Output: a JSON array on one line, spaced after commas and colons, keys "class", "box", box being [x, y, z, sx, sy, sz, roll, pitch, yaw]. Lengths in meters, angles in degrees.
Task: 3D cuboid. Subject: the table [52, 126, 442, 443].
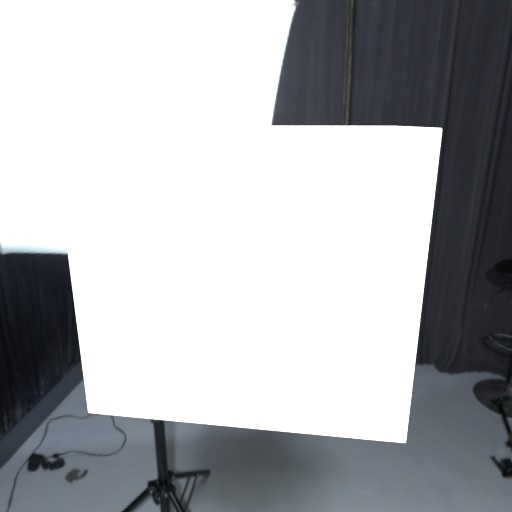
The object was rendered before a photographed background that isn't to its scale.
[{"class": "table", "box": [0.000, 0.000, 0.910, 0.570, 0.510, 0.420, 2, 17, 8]}]
